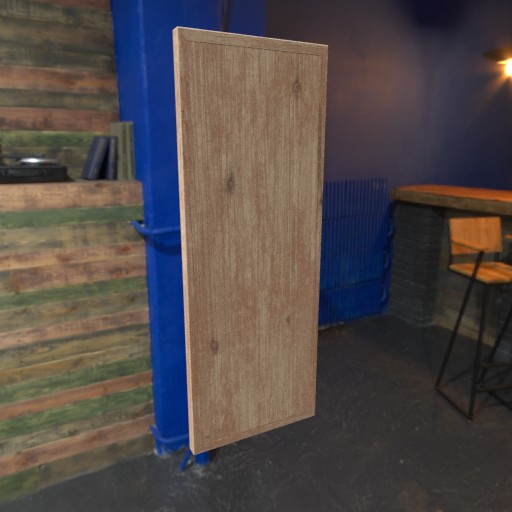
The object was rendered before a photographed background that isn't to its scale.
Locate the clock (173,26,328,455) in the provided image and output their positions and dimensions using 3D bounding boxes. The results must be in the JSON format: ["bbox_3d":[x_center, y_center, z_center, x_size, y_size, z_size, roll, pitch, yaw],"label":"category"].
[{"bbox_3d":[0.000,0.000,1.069,0.361,0.965,0.030,-7,16,-27],"label":"clock"}]
